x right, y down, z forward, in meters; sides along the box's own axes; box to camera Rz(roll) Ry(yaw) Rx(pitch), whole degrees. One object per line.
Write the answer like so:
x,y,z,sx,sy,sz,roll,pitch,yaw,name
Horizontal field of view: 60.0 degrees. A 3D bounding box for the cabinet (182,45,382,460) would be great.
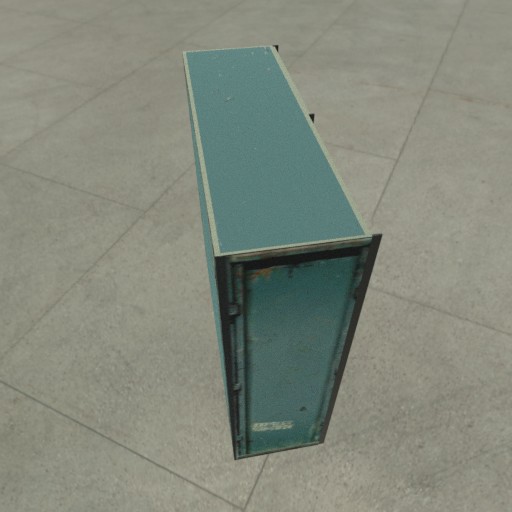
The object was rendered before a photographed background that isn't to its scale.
0.000,0.000,3.203,0.680,2.160,2.000,-7,46,-7,cabinet
